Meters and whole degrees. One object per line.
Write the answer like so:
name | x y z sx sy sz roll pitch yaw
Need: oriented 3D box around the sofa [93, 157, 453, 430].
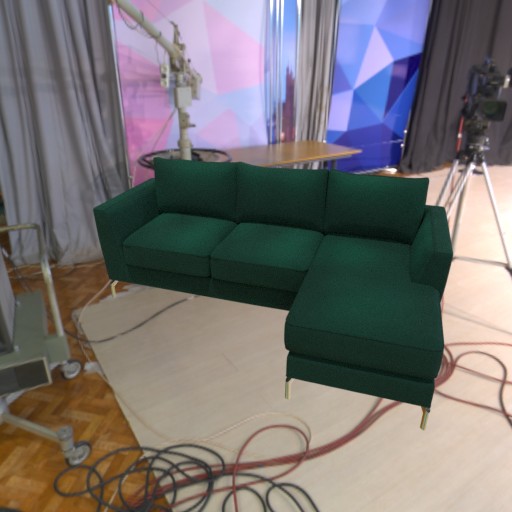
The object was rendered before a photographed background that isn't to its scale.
sofa | 0.000 0.000 3.054 2.441 1.007 1.489 8 27 16
